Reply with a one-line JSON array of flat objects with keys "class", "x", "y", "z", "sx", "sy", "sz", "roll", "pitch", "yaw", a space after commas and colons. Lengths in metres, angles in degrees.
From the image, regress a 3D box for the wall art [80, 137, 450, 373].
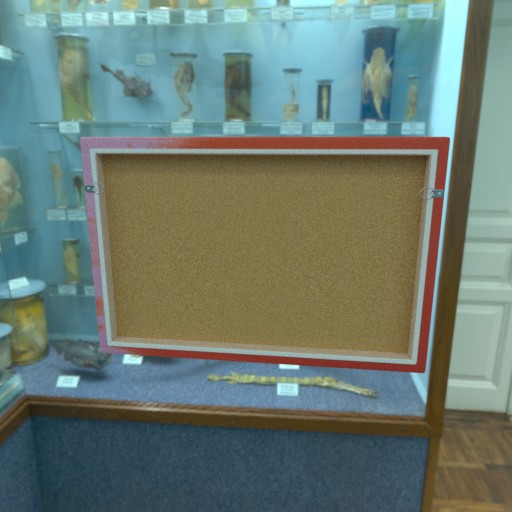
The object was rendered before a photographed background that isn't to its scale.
[{"class": "wall art", "x": 0.000, "y": 0.000, "z": 1.174, "sx": 0.913, "sy": 0.609, "sz": 0.040, "roll": 2, "pitch": 15, "yaw": 7}]
